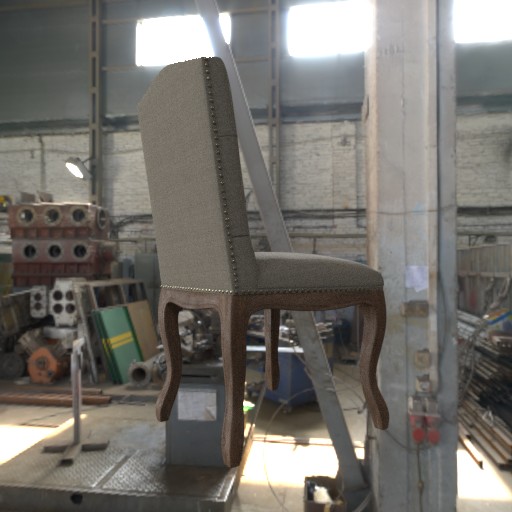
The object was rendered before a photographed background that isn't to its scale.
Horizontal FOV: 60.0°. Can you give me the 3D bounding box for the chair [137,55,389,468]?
[{"bbox_3d":[0.000,0.000,1.593,0.731,1.191,0.637,1,-2,-37],"label":"chair"}]
